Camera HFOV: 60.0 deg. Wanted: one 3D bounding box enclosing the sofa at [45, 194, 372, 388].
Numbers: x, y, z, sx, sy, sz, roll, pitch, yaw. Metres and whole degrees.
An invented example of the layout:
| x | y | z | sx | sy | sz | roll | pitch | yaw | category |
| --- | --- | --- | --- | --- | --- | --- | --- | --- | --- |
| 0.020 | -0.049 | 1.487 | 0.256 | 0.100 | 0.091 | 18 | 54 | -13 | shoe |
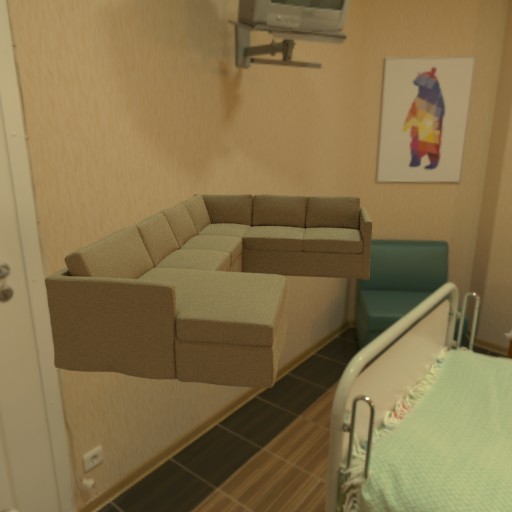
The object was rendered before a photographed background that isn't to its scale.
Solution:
| x | y | z | sx | sy | sz | roll | pitch | yaw | category |
| --- | --- | --- | --- | --- | --- | --- | --- | --- | --- |
| 0.000 | 0.000 | 4.592 | 2.476 | 0.878 | 3.528 | 3 | 16 | 9 | sofa |
